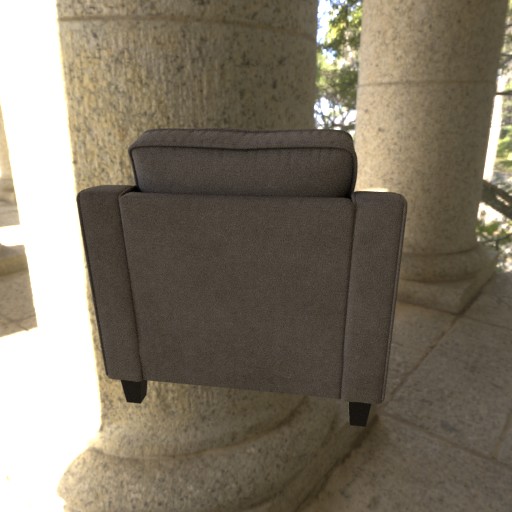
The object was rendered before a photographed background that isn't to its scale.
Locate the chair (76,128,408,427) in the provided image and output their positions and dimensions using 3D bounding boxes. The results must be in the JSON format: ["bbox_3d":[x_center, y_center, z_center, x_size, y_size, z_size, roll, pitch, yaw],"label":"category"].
[{"bbox_3d":[0.000,0.000,1.684,0.926,0.944,0.840,3,18,9],"label":"chair"}]
